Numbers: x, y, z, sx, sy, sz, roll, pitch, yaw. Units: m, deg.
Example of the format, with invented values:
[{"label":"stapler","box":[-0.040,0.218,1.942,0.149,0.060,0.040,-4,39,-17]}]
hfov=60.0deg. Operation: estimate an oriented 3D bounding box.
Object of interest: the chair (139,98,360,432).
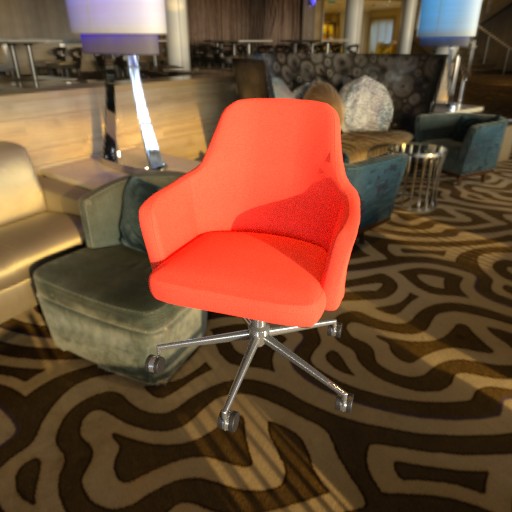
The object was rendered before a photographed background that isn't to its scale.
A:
[{"label":"chair","box":[0.000,0.000,1.297,0.655,0.820,0.600,8,27,17]}]
